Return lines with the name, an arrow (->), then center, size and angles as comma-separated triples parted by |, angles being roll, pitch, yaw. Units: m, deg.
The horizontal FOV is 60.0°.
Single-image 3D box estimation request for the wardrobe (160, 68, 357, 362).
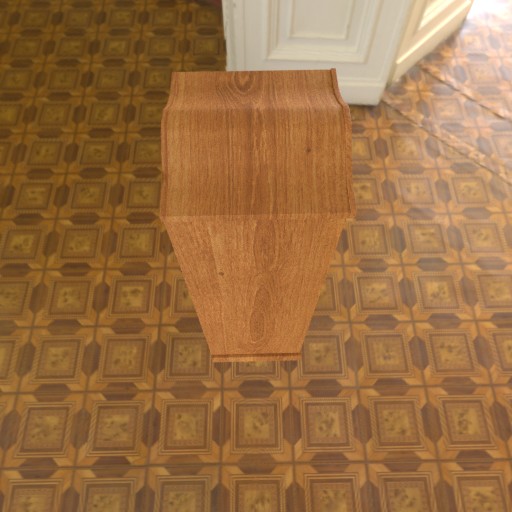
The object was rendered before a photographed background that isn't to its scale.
wardrobe -> 0.000, 0.000, 2.170 | 0.570, 1.870, 0.590 | -1, 63, -1
